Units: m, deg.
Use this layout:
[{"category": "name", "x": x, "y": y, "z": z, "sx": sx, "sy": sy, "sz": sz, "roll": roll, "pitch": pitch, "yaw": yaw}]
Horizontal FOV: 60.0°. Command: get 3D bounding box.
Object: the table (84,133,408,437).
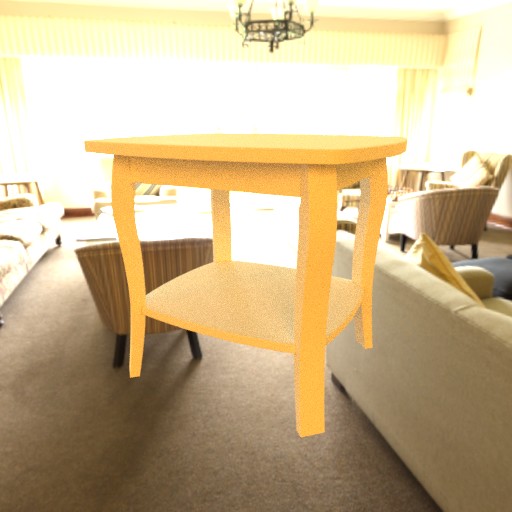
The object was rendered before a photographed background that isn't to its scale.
[{"category": "table", "x": 0.000, "y": 0.000, "z": 0.851, "sx": 0.502, "sy": 0.438, "sz": 0.451, "roll": 9, "pitch": 20, "yaw": 27}]
